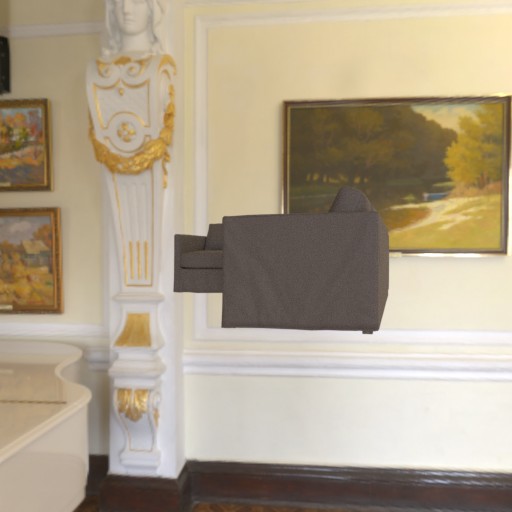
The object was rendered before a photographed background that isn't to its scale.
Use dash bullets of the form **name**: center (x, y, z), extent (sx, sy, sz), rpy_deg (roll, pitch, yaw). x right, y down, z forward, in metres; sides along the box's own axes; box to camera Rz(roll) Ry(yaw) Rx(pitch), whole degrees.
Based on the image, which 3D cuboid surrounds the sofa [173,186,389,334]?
- **sofa**: center (0.000, 0.000, 4.291), extent (2.432, 0.871, 3.182), rpy_deg (0, 0, 18)
